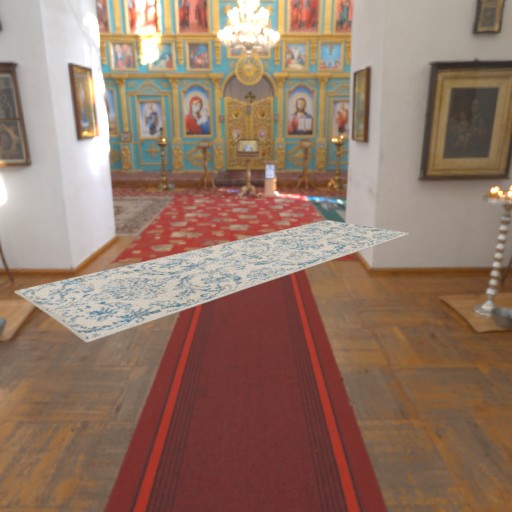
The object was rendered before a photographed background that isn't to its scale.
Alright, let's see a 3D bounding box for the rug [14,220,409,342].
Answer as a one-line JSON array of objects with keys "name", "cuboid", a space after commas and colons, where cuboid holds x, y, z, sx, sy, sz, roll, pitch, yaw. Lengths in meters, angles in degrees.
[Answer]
[{"name": "rug", "cuboid": [0.000, 0.000, 2.372, 0.662, 0.011, 2.196, 15, 21, 42]}]
